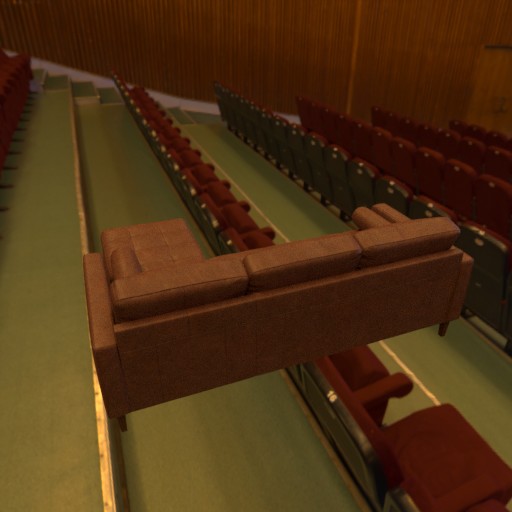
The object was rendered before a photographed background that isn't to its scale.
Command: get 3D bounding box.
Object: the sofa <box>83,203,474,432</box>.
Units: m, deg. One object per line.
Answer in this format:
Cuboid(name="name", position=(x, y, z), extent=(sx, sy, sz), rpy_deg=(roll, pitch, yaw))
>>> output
Cuboid(name="sofa", position=(0.000, 0.000, 2.998), extent=(2.185, 0.841, 1.613), rpy_deg=(-11, 32, -18))
